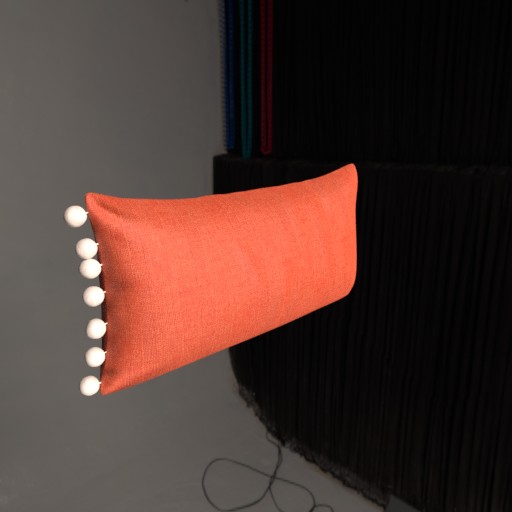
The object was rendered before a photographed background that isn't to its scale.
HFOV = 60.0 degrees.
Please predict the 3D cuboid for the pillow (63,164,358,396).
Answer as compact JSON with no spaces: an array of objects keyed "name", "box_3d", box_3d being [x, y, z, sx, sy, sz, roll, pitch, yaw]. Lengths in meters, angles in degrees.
[{"name":"pillow","box_3d":[0.000,0.000,0.848,0.201,0.322,0.709,14,20,43]}]
